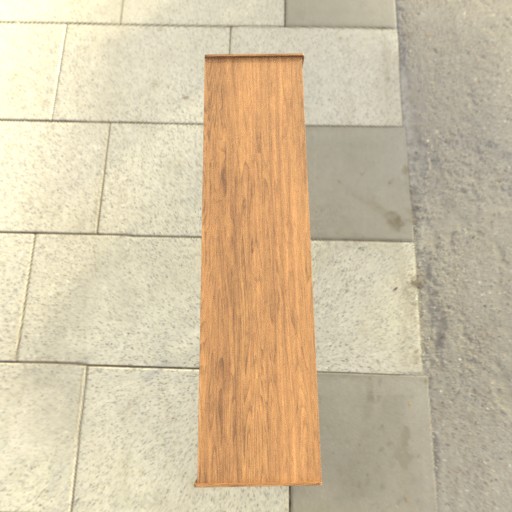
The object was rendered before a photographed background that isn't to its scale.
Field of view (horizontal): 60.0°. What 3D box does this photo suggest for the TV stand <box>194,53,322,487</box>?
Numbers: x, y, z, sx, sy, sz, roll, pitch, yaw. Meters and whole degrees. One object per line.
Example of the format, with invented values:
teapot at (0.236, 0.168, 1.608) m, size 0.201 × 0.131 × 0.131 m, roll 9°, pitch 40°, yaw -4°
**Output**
TV stand at (0.000, 0.000, 1.996) m, size 0.467 × 0.415 × 1.796 m, roll -1°, pitch 76°, yaw 0°
